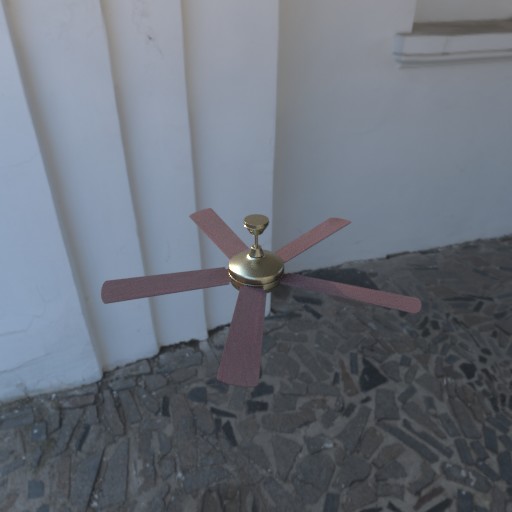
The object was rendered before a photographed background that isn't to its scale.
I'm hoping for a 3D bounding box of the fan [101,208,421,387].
[{"bbox_3d":[0.000,0.000,1.948,1.321,0.356,1.321,-2,32,-3],"label":"fan"}]
